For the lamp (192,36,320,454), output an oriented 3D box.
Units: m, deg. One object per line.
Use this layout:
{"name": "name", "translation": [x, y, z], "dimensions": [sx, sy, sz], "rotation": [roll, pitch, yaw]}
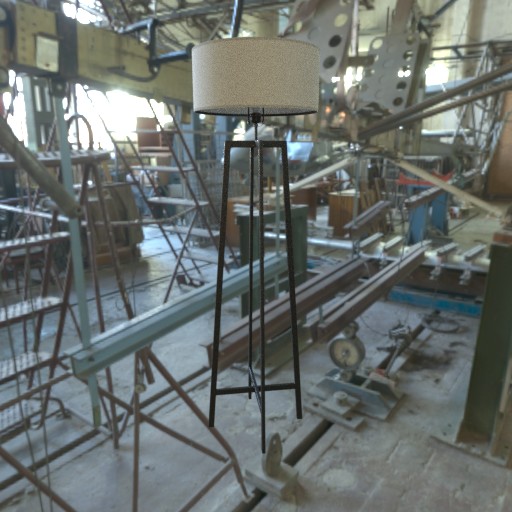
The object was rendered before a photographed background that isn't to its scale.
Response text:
{"name": "lamp", "translation": [0.000, 0.000, 1.774], "dimensions": [0.457, 1.510, 0.456], "rotation": [-2, 14, -8]}
